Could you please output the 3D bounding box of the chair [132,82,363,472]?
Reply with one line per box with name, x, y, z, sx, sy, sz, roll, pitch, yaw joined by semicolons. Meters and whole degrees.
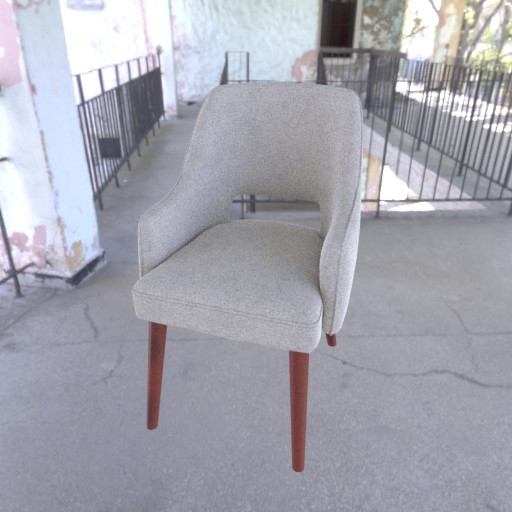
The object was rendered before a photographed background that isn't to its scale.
chair;0.000;0.000;1.227;0.548;0.849;0.605;8;28;17
